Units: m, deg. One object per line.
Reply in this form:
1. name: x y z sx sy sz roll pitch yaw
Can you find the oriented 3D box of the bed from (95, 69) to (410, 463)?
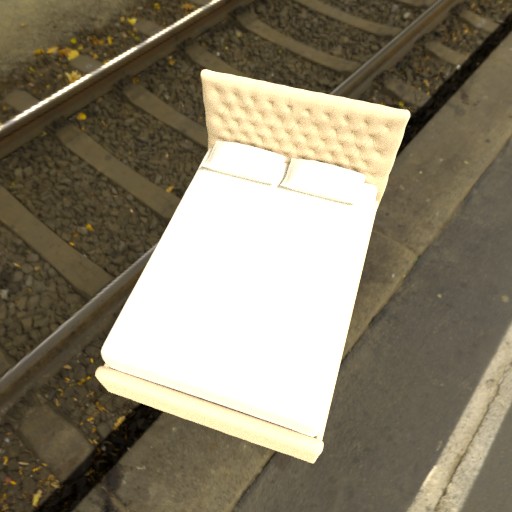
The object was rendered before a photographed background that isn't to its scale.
1. bed: 0.000 0.000 3.444 1.698 1.427 2.387 15 58 10
